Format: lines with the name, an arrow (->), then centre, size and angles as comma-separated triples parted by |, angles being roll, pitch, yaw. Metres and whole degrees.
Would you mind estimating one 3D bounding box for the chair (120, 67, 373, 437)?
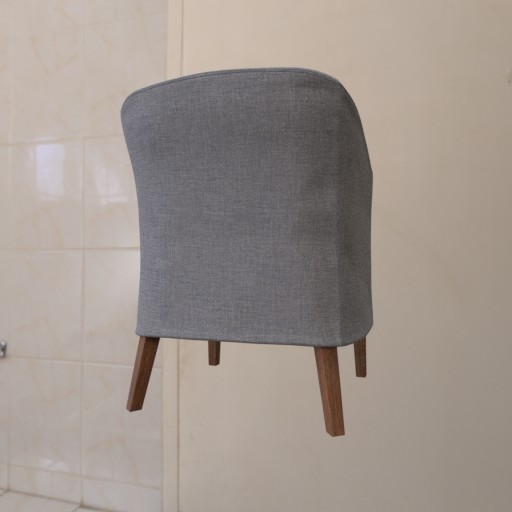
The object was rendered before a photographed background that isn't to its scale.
chair -> 0.000, 0.000, 1.238 | 0.600, 0.771, 0.668 | 0, -1, 18
